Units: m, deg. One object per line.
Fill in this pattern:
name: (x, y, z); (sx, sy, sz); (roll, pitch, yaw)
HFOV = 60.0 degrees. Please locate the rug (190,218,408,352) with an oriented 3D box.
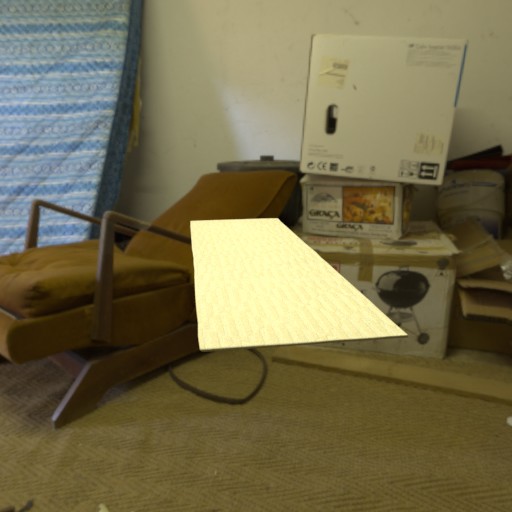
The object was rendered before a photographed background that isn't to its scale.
rug: (0.000, 0.000, 2.787); (0.793, 0.014, 2.450); (-2, 16, -9)
